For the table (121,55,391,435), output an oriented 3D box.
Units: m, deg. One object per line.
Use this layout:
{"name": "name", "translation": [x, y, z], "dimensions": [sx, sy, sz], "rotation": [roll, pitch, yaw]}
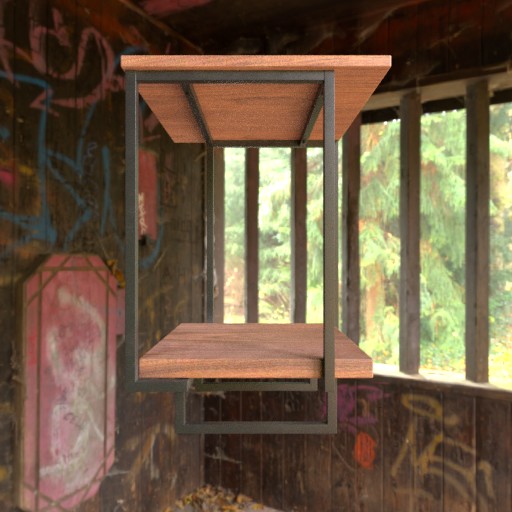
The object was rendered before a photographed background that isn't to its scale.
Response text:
{"name": "table", "translation": [0.000, 0.000, 0.831], "dimensions": [0.384, 0.567, 0.411], "rotation": [0, 0, 0]}
